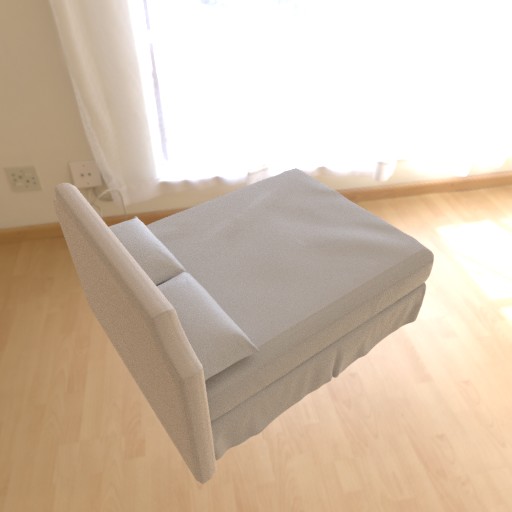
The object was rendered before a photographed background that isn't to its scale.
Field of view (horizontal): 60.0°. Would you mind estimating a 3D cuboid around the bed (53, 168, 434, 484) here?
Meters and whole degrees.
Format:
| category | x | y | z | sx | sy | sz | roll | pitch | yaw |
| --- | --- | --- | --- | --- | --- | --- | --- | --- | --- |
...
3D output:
| category | x | y | z | sx | sy | sz | roll | pitch | yaw |
| --- | --- | --- | --- | --- | --- | --- | --- | --- | --- |
| bed | 0.000 | 0.000 | 3.251 | 2.164 | 1.297 | 1.828 | -26 | 47 | -27 |
